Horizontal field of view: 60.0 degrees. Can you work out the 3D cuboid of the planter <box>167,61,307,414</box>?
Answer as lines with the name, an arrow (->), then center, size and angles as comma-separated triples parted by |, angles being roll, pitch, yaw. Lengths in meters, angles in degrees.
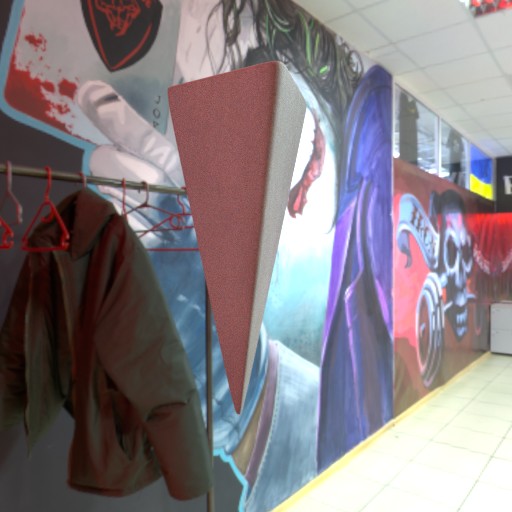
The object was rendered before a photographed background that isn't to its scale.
planter -> 0.000, 0.000, 0.160 | 0.058, 0.130, 0.047 | 0, 0, -18
